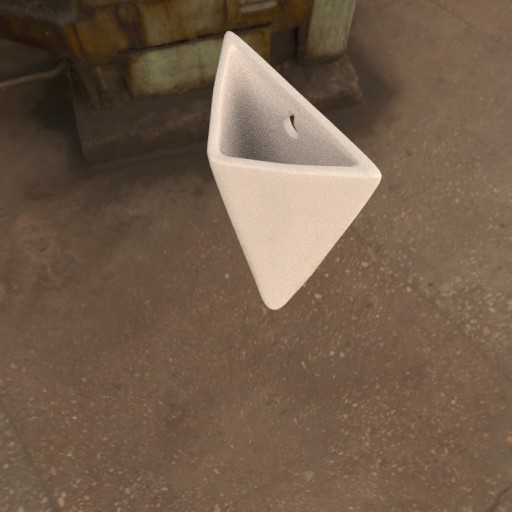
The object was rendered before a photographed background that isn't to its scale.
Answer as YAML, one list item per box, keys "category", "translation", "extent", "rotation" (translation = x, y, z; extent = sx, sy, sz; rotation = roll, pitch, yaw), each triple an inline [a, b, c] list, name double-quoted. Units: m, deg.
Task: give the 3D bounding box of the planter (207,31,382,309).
- category: "planter"
  translation: [0.000, 0.000, 0.398]
  extent: [0.065, 0.338, 0.143]
  rotation: [-33, 67, -16]
